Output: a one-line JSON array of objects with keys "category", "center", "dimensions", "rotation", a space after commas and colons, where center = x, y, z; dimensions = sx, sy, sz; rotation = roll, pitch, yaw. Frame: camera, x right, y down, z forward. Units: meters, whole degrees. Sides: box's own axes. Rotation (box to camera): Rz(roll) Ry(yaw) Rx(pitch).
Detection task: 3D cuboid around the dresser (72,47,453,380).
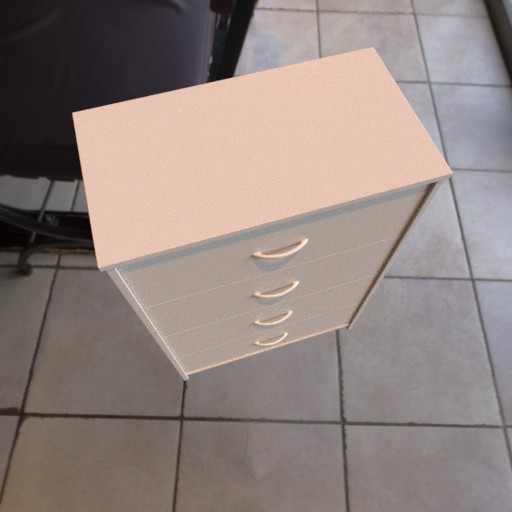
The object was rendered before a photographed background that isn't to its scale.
[{"category": "dresser", "center": [0.000, 0.000, 1.369], "dimensions": [0.704, 1.021, 0.401], "rotation": [-16, 64, -8]}]
